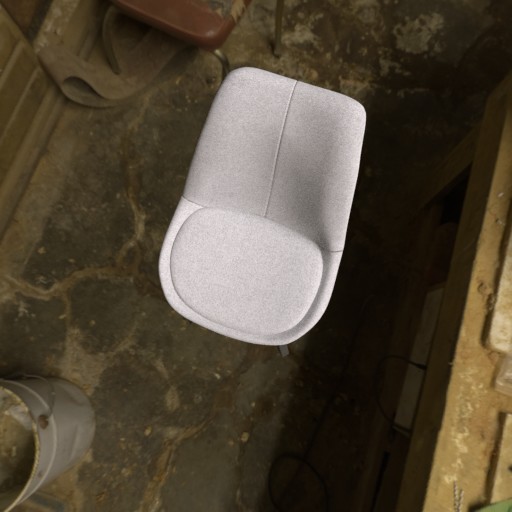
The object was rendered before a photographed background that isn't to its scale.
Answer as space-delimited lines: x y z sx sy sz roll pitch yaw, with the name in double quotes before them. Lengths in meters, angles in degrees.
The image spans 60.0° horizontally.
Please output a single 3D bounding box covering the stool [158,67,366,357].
"stool" 0.000 0.000 1.418 0.485 1.115 0.550 19 77 5
